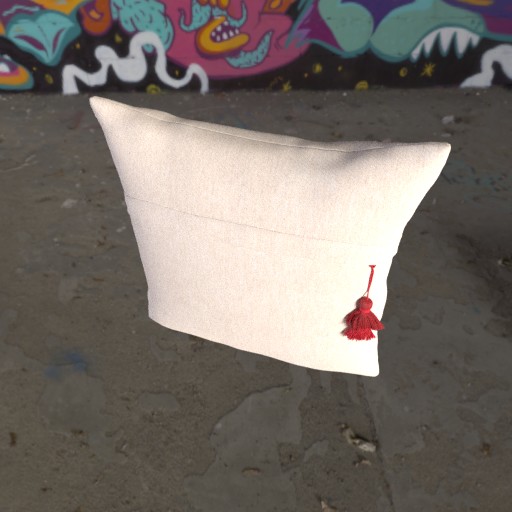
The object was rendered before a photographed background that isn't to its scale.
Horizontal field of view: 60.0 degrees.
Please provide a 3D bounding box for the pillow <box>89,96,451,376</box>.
[{"bbox_3d":[0.000,0.000,0.658,0.433,0.436,0.173,12,42,13],"label":"pillow"}]
